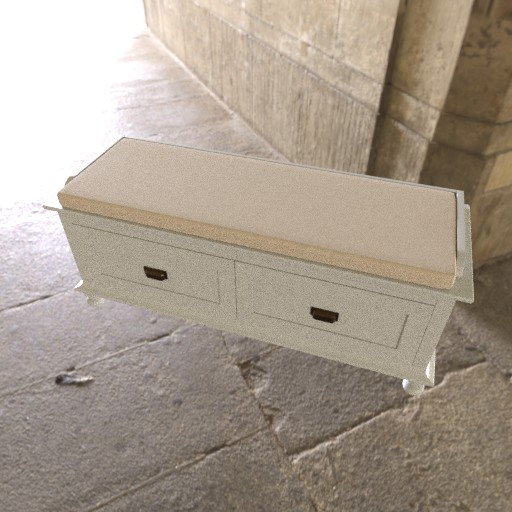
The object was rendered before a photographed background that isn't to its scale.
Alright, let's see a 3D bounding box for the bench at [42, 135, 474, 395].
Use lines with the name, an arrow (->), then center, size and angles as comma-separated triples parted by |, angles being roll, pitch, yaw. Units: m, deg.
bench -> 0.000, 0.000, 1.424 | 1.185, 0.486, 0.402 | 12, 43, 14
